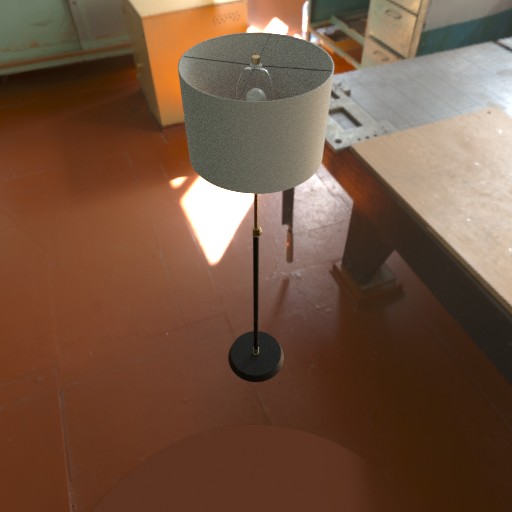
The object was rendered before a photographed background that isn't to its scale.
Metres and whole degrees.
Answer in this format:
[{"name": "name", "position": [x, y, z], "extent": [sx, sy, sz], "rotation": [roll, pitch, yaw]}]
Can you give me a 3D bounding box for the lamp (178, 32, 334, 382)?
[{"name": "lamp", "position": [0.000, 0.000, 1.699], "extent": [0.404, 1.517, 0.404], "rotation": [9, 48, 8]}]
